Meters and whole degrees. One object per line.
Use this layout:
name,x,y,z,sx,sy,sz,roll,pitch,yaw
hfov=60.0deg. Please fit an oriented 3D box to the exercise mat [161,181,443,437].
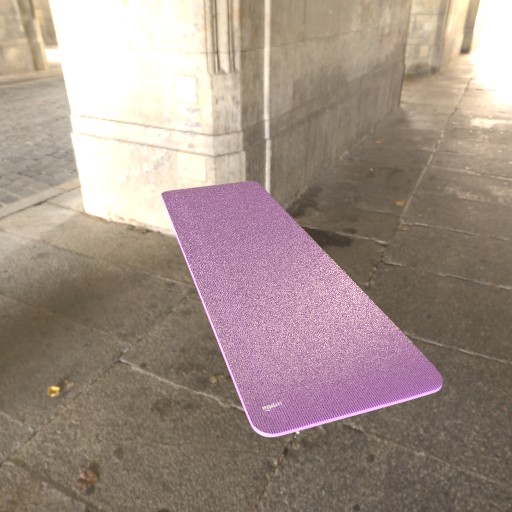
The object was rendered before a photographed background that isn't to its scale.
exercise mat,0.000,0.000,2.020,0.616,0.021,1.869,-9,31,-16
